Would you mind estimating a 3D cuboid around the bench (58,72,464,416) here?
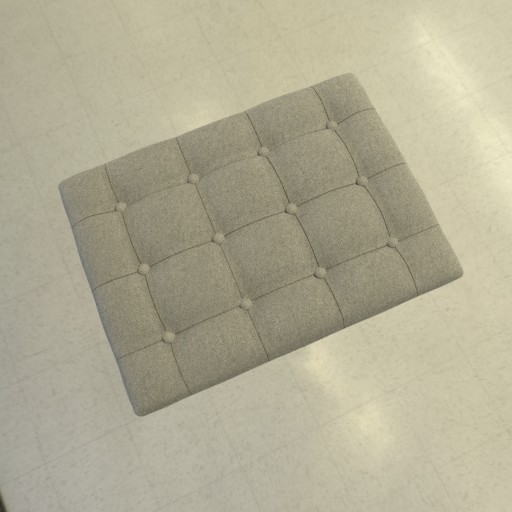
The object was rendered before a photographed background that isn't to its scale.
[{"bbox_3d":[0.000,0.000,0.925,0.572,0.469,0.417,-22,77,-5],"label":"bench"}]
